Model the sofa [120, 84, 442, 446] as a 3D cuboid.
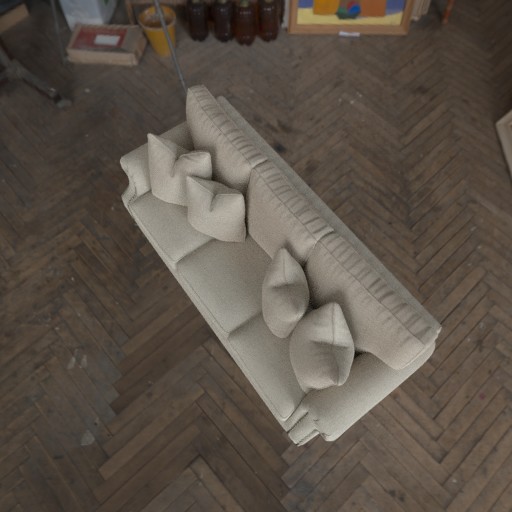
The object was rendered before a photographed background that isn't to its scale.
[{"bbox_3d":[0.000,0.000,2.918,0.965,0.975,2.312,-34,69,-15],"label":"sofa"}]
